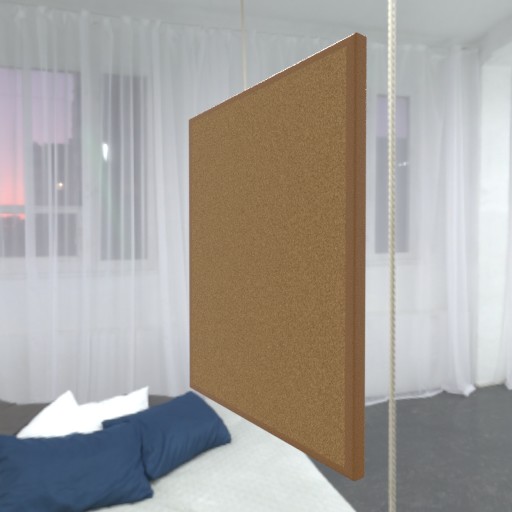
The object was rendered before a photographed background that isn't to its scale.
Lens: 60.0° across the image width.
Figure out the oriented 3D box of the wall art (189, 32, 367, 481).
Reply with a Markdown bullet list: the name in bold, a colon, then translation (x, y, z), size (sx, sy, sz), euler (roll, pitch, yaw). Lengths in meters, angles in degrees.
- **wall art**: translation (0.000, 0.000, 0.735), size (0.022, 0.553, 0.452), euler (-1, 1, -35)
